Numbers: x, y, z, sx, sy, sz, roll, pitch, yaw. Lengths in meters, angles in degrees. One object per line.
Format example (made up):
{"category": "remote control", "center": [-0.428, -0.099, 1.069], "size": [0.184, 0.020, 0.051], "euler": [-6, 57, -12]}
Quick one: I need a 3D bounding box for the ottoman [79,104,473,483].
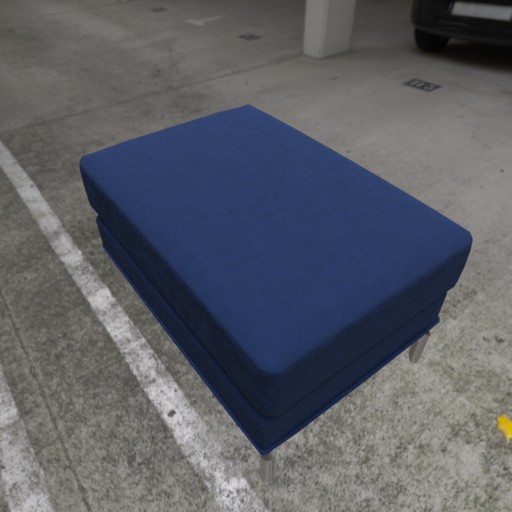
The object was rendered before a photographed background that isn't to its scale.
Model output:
{"category": "ottoman", "center": [0.000, 0.000, 1.192], "size": [0.587, 0.498, 0.835], "euler": [-27, 49, -27]}
